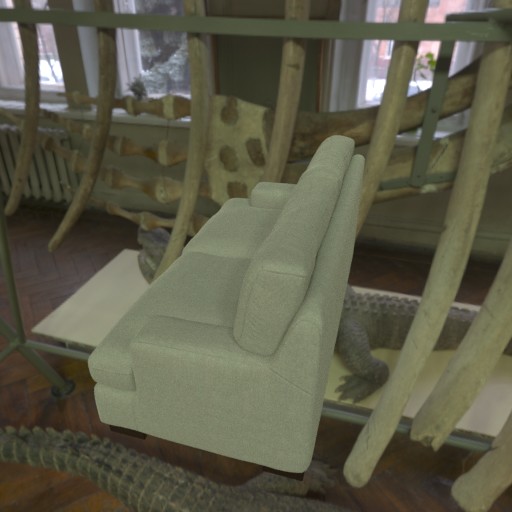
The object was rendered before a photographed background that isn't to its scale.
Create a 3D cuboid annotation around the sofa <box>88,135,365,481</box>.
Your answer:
[{"bbox_3d":[0.000,0.000,2.401,0.962,0.980,1.855,8,31,14],"label":"sofa"}]
